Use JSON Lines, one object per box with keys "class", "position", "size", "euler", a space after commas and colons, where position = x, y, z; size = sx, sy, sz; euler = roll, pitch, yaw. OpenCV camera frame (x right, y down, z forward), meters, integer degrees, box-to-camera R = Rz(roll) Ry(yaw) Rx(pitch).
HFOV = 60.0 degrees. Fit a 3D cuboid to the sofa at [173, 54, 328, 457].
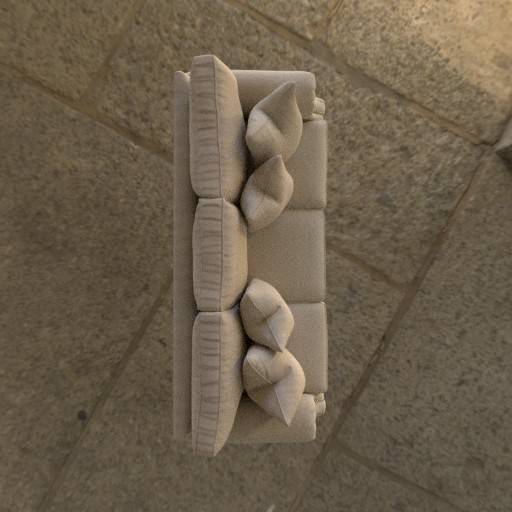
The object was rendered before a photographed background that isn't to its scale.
{"class": "sofa", "position": [0.000, 0.000, 2.844], "size": [0.965, 0.975, 2.312], "euler": [0, 89, -1]}
